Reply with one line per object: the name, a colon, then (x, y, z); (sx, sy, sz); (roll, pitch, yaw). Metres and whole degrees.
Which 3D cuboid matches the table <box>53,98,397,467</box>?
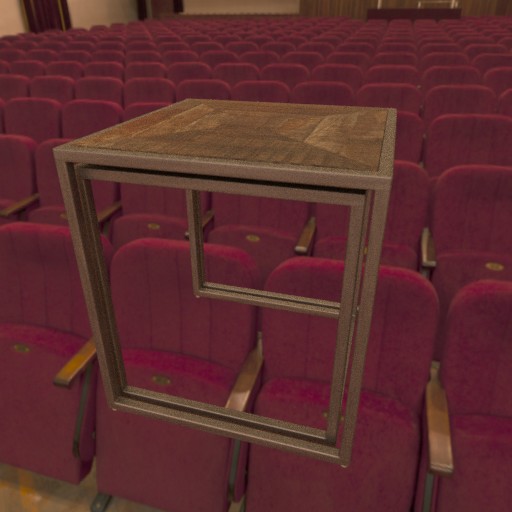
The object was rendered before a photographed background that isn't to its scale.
table: (0.000, 0.000, 0.855); (0.449, 0.500, 0.450); (8, 29, 14)
